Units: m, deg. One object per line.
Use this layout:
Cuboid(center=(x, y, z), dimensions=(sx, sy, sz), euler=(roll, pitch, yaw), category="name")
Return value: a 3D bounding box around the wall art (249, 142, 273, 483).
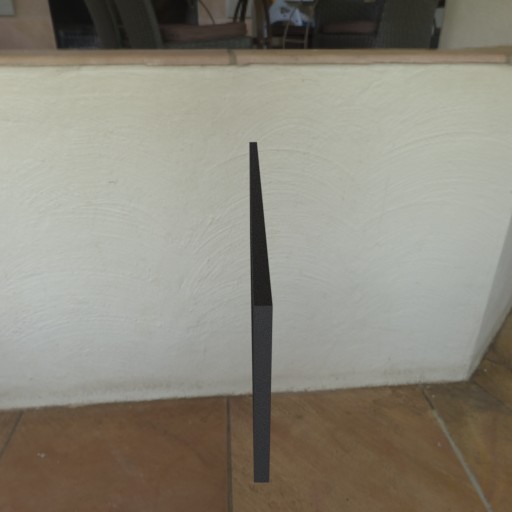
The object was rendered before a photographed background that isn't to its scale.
Cuboid(center=(0.000, 0.000, 1.751), dimensions=(0.041, 0.554, 1.572), euler=(0, 27, -1), category="wall art")
